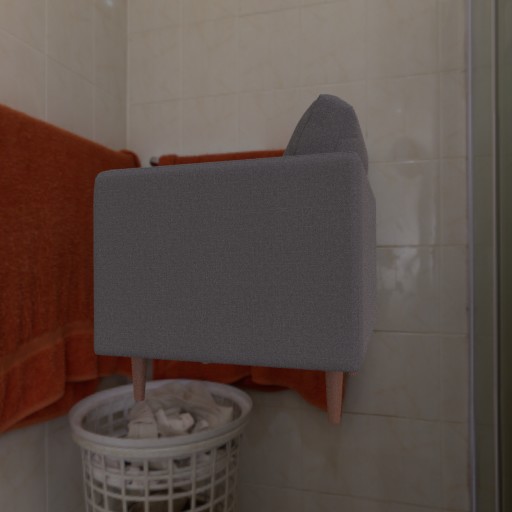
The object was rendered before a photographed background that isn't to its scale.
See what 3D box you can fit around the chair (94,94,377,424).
[{"bbox_3d":[0.000,0.000,1.579,0.800,0.927,0.854,0,0,18],"label":"chair"}]
